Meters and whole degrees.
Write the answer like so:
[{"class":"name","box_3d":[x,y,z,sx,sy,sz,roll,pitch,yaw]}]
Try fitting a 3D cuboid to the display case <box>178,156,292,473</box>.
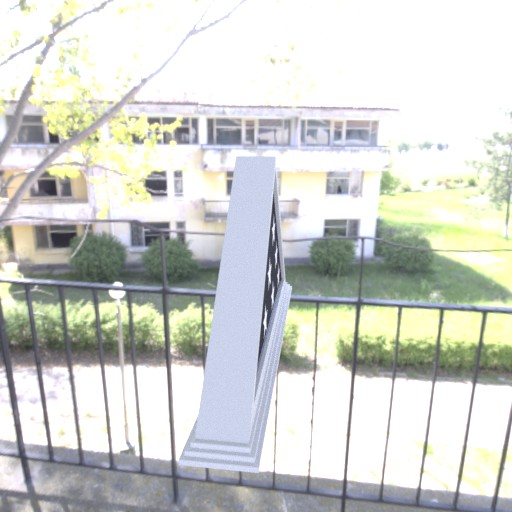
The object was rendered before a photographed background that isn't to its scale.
[{"class":"display case","box_3d":[0.000,0.000,0.775,0.095,0.340,0.640,2,15,8]}]
